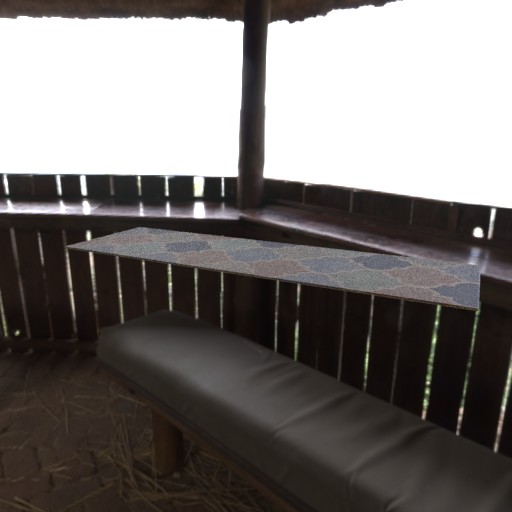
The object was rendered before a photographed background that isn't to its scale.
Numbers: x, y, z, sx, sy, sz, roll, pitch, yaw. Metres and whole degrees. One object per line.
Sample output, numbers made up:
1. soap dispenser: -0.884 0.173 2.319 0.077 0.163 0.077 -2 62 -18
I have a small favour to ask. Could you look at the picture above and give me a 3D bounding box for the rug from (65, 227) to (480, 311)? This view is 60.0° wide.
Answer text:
1. rug: 0.000 0.000 2.521 2.287 0.011 0.687 7 17 26
